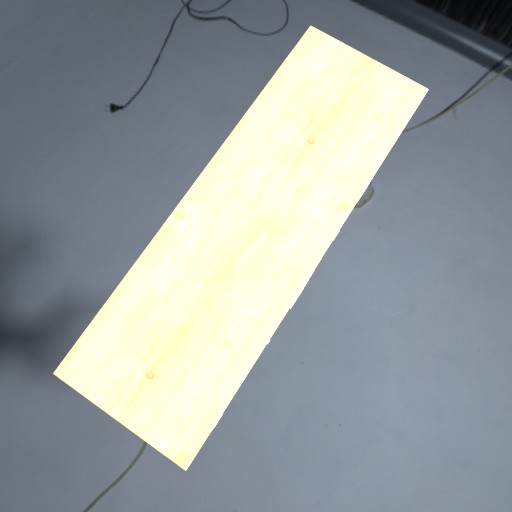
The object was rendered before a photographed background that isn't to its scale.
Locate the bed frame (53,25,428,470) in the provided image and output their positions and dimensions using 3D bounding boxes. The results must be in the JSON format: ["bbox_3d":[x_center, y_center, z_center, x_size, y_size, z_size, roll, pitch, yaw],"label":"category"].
[{"bbox_3d":[0.000,0.000,1.682,0.430,0.850,1.300,32,78,8],"label":"bed frame"}]
